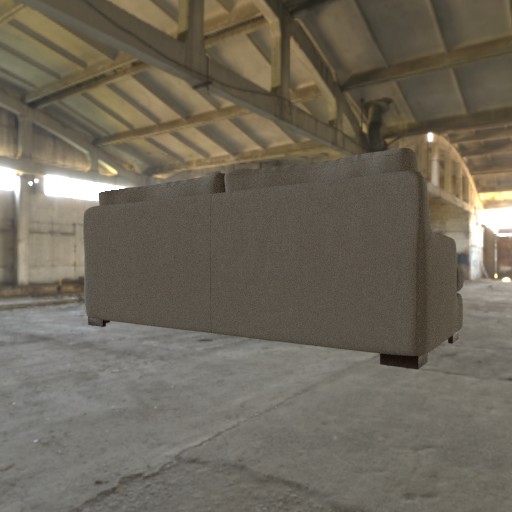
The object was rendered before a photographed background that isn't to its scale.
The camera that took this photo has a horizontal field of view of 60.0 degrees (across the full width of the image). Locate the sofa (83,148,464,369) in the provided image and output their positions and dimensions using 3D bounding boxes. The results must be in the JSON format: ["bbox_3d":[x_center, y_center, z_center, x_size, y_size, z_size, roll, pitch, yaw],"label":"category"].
[{"bbox_3d":[0.000,0.000,2.873,2.354,0.980,0.962,0,-1,35],"label":"sofa"}]
